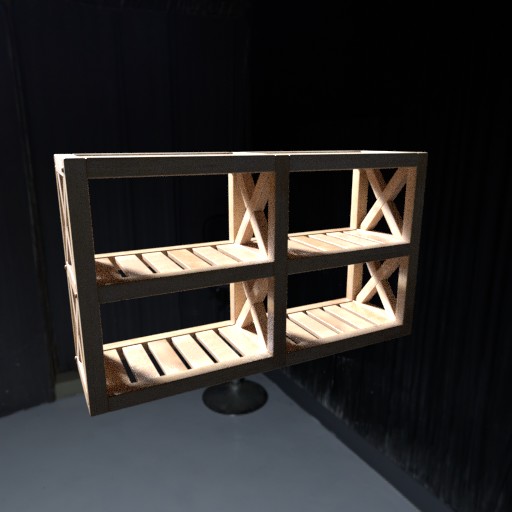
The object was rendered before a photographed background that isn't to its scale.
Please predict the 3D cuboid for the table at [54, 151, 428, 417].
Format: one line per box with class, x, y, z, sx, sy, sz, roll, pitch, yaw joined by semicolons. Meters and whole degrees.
table;0.000;0.000;1.687;1.320;0.762;0.381;-7;16;-26
